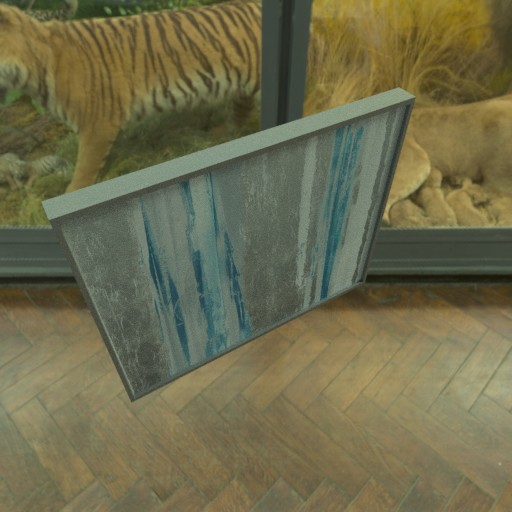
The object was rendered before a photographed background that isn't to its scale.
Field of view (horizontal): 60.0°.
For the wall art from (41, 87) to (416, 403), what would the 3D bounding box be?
[{"bbox_3d":[0.000,0.000,0.764,0.557,0.450,0.037,-23,51,-21],"label":"wall art"}]
